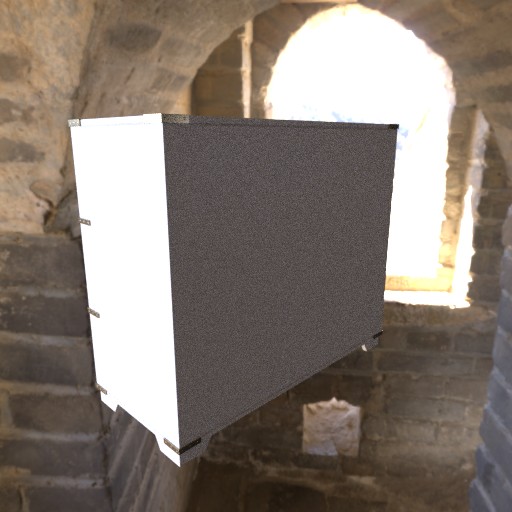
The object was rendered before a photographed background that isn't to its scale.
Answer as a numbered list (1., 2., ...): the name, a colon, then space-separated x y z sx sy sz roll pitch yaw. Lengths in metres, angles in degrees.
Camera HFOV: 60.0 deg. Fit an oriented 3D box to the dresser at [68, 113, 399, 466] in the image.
1. dresser: 0.000 0.000 1.540 0.460 0.891 1.022 14 21 43
